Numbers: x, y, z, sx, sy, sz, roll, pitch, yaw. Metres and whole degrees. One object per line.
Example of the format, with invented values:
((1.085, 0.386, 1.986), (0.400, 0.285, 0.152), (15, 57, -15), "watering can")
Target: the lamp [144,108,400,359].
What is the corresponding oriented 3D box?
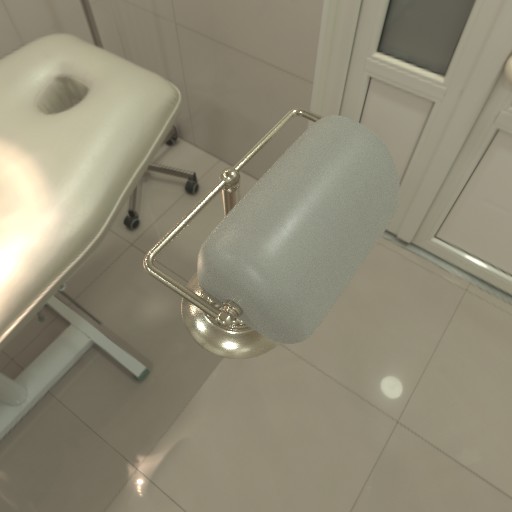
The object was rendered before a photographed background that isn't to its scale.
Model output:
((0.000, 0.000, 0.537), (0.243, 0.339, 0.264), (31, 63, 18), "lamp")
